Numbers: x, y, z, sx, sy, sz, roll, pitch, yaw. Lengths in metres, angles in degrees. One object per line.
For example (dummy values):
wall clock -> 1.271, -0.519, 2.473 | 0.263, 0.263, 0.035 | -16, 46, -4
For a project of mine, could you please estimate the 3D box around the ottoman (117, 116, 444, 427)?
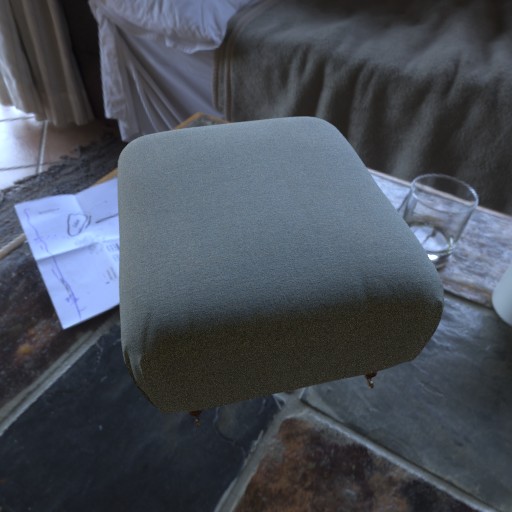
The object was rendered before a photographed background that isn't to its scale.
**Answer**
ottoman -> 0.000, 0.000, 1.119 | 0.622, 0.450, 0.747 | -9, 46, -9
